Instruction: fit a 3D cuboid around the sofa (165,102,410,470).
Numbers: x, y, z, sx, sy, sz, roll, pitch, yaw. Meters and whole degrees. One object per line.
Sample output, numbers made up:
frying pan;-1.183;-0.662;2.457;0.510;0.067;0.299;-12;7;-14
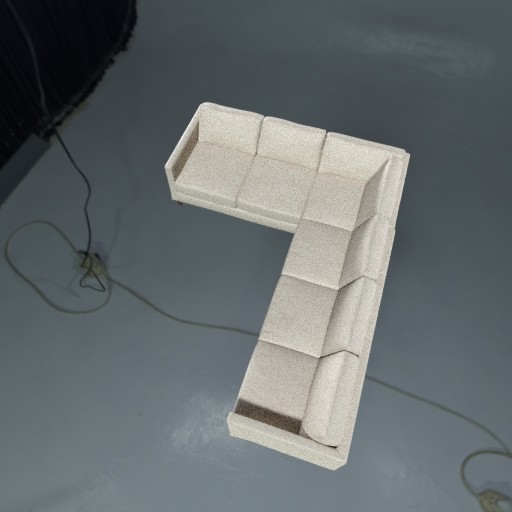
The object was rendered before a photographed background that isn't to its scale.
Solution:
sofa;0.000;0.000;4.348;2.432;0.863;3.182;16;61;9
